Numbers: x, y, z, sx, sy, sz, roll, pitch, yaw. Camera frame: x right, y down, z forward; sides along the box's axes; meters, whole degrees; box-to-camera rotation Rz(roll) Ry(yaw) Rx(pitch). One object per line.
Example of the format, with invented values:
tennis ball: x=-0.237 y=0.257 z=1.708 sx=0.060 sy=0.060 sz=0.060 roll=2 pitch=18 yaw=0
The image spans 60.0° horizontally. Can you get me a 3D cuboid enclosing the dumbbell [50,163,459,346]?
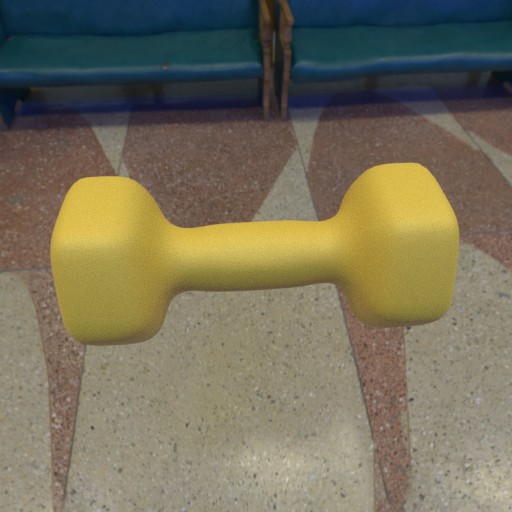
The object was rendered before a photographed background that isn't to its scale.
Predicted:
dumbbell: x=0.000 y=0.000 z=0.231 sx=0.190 sy=0.082 sz=0.090 roll=-3 pitch=48 yaw=-2
